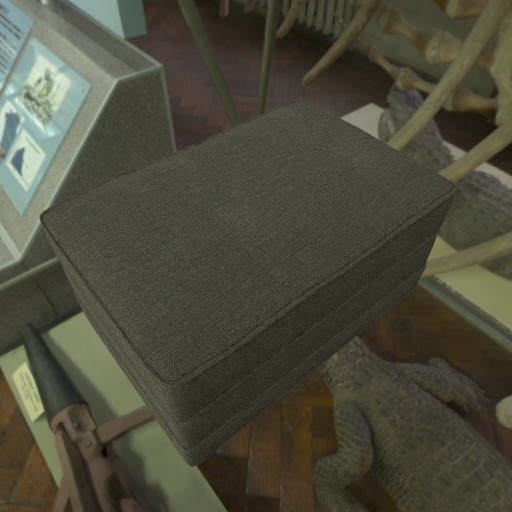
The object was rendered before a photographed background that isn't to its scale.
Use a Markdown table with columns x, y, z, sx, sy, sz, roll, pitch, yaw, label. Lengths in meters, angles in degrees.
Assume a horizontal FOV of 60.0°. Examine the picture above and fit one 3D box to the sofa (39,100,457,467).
| x | y | z | sx | sy | sz | roll | pitch | yaw | label |
| --- | --- | --- | --- | --- | --- | --- | --- | --- | --- |
| 0.000 | 0.000 | 1.192 | 0.854 | 0.457 | 0.578 | -31 | 55 | -26 | sofa |
